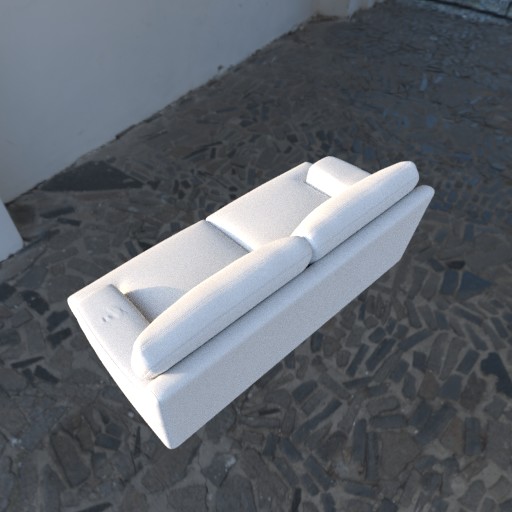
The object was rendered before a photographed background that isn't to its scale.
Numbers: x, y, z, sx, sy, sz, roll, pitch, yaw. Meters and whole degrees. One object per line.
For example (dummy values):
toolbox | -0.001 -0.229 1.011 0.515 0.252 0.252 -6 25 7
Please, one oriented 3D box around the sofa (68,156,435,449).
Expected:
sofa | 0.000 0.000 2.899 2.261 0.940 1.143 -34 55 -28
